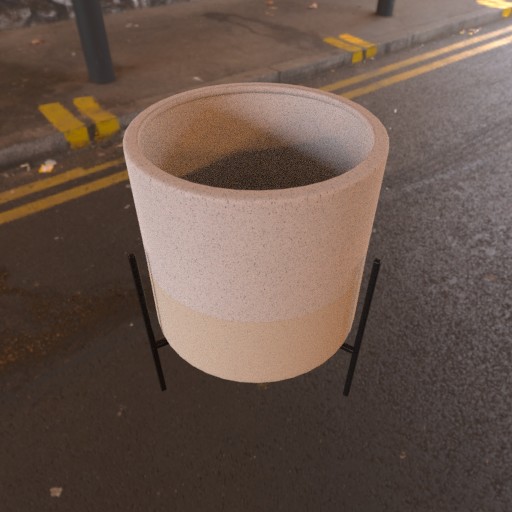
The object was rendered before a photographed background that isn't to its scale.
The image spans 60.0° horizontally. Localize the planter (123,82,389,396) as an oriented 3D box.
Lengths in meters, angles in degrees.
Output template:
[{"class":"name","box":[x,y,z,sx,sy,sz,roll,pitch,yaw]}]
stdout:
[{"class":"planter","box":[0.000,0.000,0.671,0.313,0.423,0.335,1,41,1]}]
